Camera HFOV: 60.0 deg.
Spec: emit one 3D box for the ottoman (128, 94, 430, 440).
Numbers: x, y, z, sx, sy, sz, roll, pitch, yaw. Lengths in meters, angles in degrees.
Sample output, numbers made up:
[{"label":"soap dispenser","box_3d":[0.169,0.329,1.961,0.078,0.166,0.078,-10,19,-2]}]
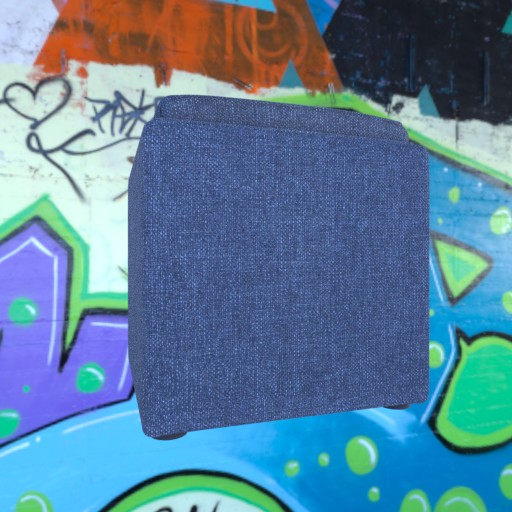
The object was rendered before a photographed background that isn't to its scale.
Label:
[{"label":"ottoman","box_3d":[0.000,0.000,0.847,0.454,0.493,0.436,0,0,-18]}]
